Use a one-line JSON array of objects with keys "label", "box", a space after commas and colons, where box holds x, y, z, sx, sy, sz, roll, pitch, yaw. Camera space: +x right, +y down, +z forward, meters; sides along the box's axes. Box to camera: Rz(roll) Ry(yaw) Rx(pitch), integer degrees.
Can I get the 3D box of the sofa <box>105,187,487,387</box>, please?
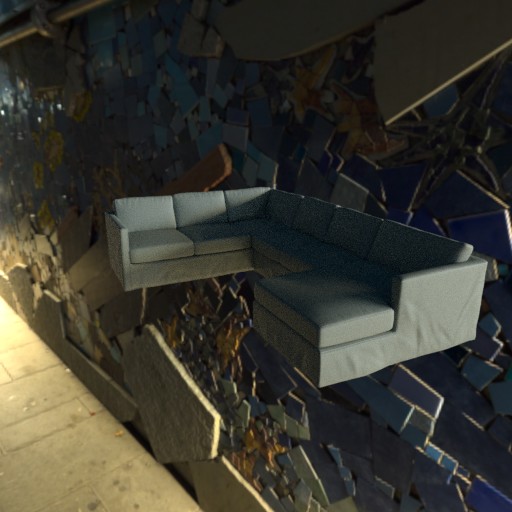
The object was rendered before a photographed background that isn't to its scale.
[{"label": "sofa", "box": [0.000, 0.000, 4.521, 2.427, 0.882, 3.460, -9, 19, -25]}]
